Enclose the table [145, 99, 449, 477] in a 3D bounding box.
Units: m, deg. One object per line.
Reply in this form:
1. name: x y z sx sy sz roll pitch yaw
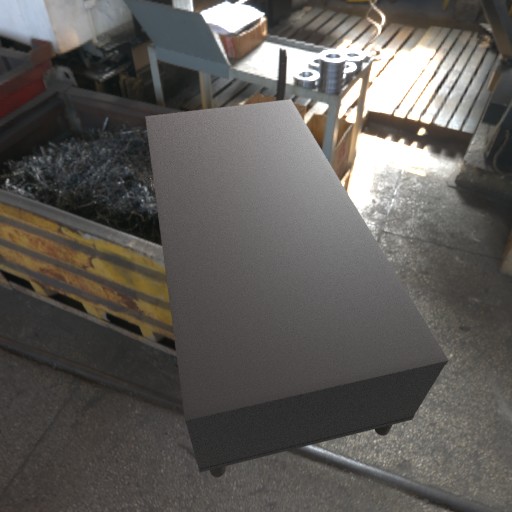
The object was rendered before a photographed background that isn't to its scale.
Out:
1. table: 0.000 0.000 1.351 0.550 0.400 1.100 -10 47 -9
